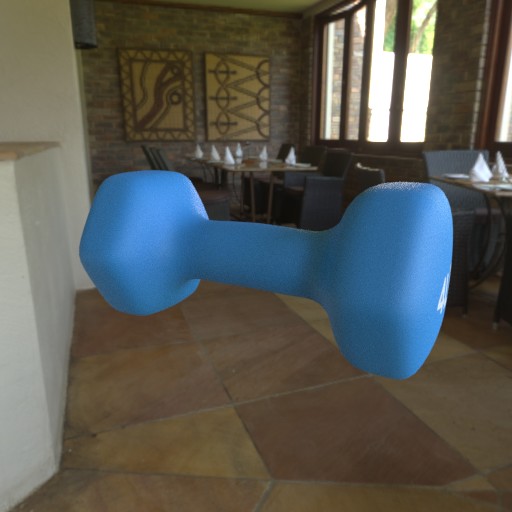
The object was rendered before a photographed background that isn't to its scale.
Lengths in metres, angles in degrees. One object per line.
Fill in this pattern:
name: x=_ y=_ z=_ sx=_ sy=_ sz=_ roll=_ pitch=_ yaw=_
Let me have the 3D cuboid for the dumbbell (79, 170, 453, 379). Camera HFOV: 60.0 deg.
dumbbell: x=0.000 y=0.000 z=0.188 sx=0.152 sy=0.066 sz=0.074 roll=8 pitch=17 yaw=28
